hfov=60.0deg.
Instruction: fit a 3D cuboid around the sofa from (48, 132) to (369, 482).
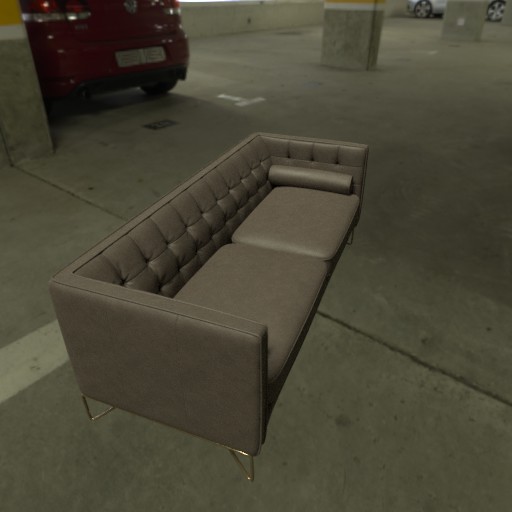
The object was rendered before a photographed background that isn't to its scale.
[{"bbox_3d":[0.000,0.000,2.490,0.867,0.789,2.087,11,33,18],"label":"sofa"}]
